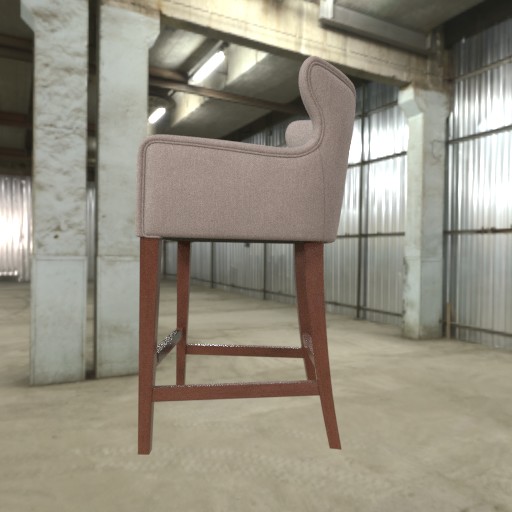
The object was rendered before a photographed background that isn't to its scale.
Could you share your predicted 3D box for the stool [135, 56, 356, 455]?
[{"bbox_3d":[0.000,0.000,1.321,0.575,0.951,0.575,0,1,0],"label":"stool"}]
